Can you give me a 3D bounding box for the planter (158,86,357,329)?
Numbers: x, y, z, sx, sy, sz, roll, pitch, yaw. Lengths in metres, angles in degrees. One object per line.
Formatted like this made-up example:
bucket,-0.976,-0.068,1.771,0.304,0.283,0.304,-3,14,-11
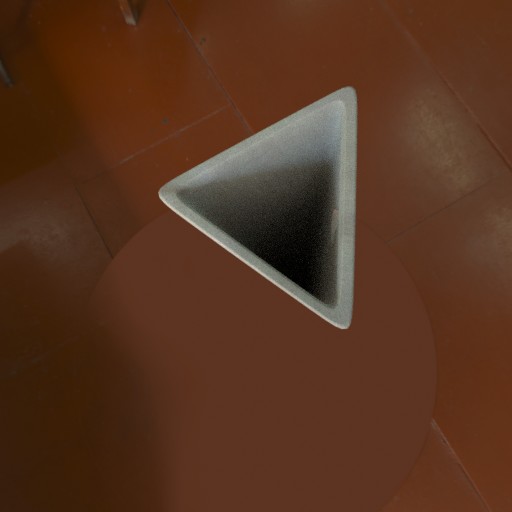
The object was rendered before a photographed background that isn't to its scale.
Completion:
planter,0.000,0.000,0.284,0.081,0.224,0.101,4,77,1
